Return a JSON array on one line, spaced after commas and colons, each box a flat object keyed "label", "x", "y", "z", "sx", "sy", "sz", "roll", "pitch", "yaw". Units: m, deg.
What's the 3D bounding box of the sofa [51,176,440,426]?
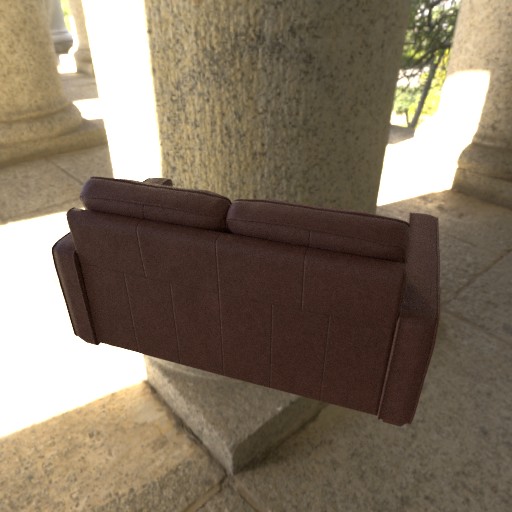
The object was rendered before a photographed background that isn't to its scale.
[{"label": "sofa", "x": 0.000, "y": 0.000, "z": 2.240, "sx": 1.709, "sy": 0.918, "sz": 0.947, "roll": 10, "pitch": 33, "yaw": 16}]
